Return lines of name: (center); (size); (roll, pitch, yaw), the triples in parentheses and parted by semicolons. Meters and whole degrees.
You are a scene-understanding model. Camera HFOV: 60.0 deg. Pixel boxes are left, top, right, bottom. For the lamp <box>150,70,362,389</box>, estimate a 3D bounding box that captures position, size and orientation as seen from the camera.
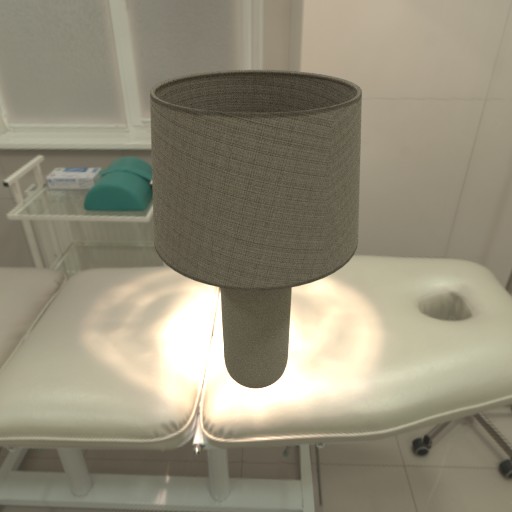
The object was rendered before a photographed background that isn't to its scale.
lamp: (0.000, 0.000, 0.840); (0.367, 0.609, 0.367); (0, 32, 0)
